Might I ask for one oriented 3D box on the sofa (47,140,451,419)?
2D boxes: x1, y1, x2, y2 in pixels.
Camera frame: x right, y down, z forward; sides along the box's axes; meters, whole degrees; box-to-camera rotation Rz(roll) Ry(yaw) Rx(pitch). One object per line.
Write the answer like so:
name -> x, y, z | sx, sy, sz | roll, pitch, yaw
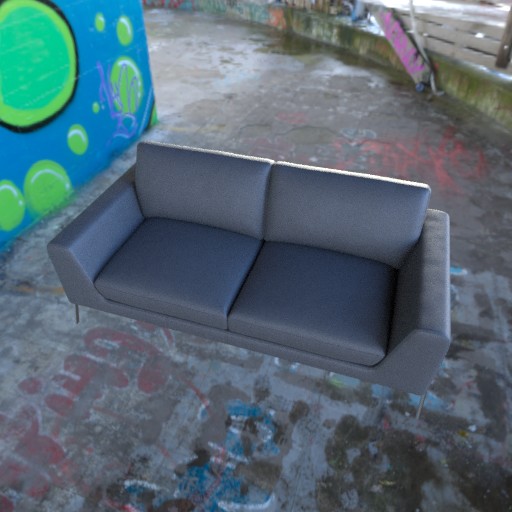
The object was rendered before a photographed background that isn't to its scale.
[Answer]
sofa -> 0.000, 0.000, 2.501 | 2.017, 0.875, 0.953 | 12, 42, 14
